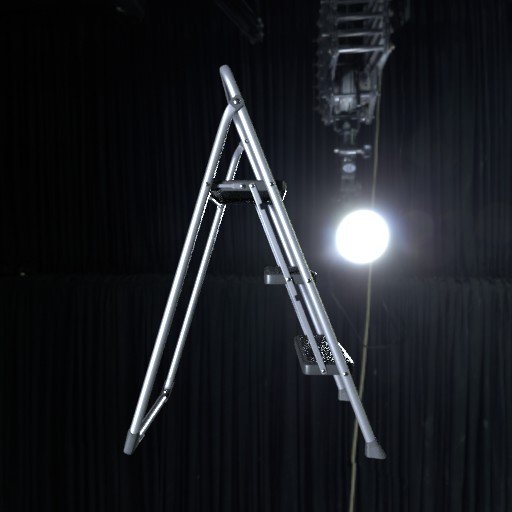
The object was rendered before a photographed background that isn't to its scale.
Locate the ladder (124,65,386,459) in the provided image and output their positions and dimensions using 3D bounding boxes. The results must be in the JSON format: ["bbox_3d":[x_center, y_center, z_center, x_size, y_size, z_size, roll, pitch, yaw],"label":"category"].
[{"bbox_3d":[0.000,0.000,1.252,0.629,0.945,0.430,0,1,1],"label":"ladder"}]
